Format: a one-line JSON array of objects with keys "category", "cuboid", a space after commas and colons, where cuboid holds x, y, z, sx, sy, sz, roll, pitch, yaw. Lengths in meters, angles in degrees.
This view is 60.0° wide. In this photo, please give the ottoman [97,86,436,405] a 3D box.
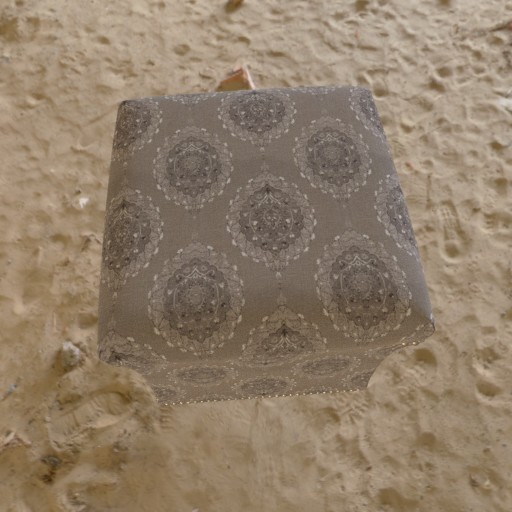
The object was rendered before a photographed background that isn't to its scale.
[{"category": "ottoman", "cuboid": [0.000, 0.000, 0.899, 0.497, 0.473, 0.507, -4, 62, -2]}]
